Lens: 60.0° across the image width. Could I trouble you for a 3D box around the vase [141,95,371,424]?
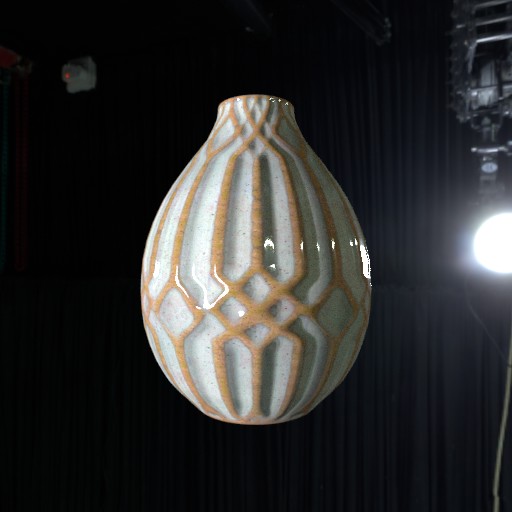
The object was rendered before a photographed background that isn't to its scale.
[{"bbox_3d":[0.000,0.000,0.261,0.131,0.175,0.131,0,0,0],"label":"vase"}]
